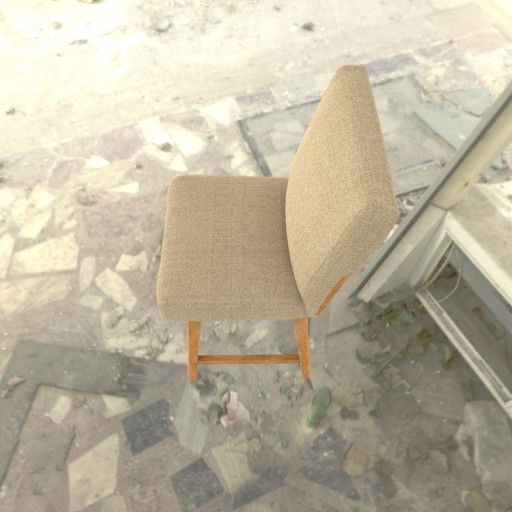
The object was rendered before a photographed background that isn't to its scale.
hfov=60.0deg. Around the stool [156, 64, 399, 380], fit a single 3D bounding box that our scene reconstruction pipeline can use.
[{"bbox_3d":[0.000,0.000,1.327,0.526,1.010,0.459,-1,59,0],"label":"stool"}]
